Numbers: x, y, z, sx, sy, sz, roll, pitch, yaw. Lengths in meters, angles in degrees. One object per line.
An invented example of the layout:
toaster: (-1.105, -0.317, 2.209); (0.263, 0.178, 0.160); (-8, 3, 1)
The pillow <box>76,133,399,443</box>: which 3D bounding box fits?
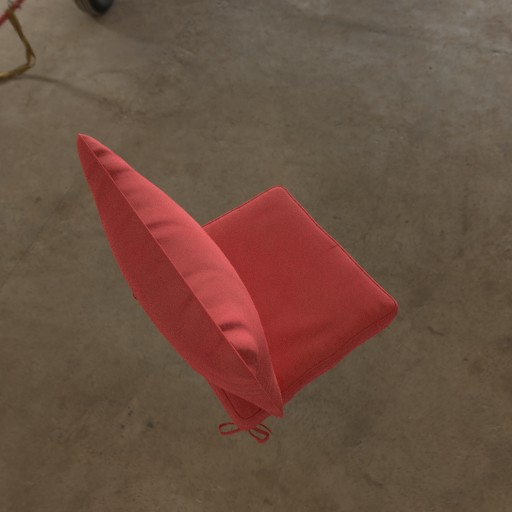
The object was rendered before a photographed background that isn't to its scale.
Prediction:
pillow: (0.000, 0.000, 1.337); (0.733, 0.725, 0.798); (-31, 63, -18)
